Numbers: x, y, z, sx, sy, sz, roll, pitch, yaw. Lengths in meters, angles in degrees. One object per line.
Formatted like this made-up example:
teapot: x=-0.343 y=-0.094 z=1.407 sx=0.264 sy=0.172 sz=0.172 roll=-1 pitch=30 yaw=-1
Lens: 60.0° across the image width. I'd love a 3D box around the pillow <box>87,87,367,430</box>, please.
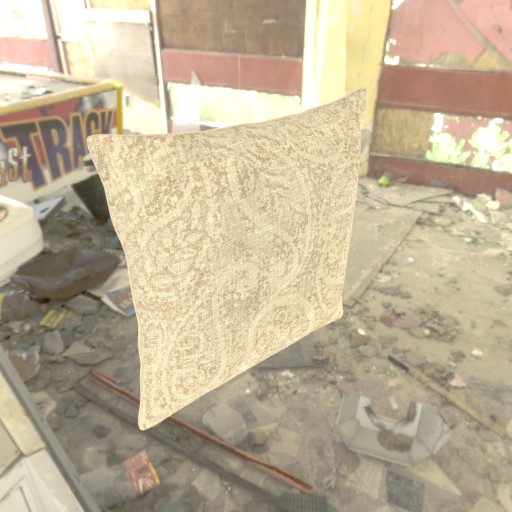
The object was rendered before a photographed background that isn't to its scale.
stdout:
pillow: x=0.000 y=0.000 z=0.784 sx=0.523 sy=0.510 sz=0.166 roll=-22 pitch=37 yaw=-33
